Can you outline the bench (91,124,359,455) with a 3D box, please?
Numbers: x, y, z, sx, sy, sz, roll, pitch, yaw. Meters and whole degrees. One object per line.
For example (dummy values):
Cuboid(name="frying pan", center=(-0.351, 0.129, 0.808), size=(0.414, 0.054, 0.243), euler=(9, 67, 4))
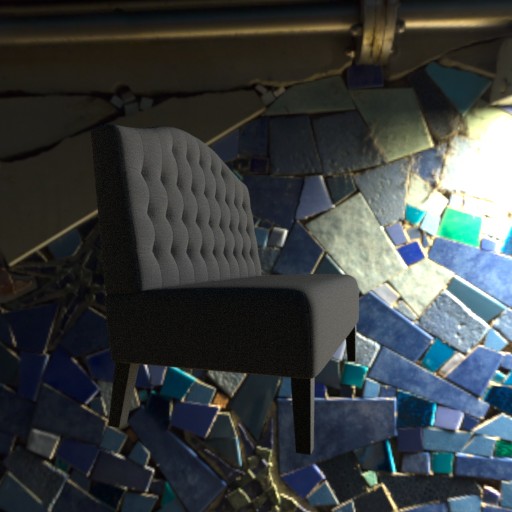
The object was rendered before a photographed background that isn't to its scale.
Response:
Cuboid(name="bench", center=(0.000, 0.000, 2.041), size=(0.815, 1.180, 1.335), euler=(0, 0, 19))
